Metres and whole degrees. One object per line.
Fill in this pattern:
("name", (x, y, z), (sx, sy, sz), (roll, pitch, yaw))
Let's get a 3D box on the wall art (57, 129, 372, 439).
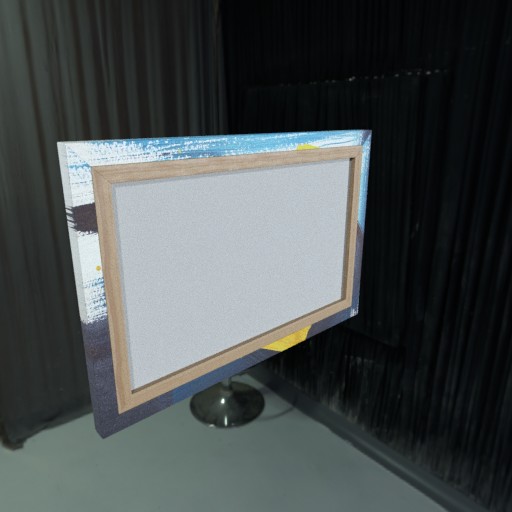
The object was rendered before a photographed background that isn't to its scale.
("wall art", (0.000, 0.000, 1.152), (0.914, 0.610, 0.039), (-16, 24, -40))
